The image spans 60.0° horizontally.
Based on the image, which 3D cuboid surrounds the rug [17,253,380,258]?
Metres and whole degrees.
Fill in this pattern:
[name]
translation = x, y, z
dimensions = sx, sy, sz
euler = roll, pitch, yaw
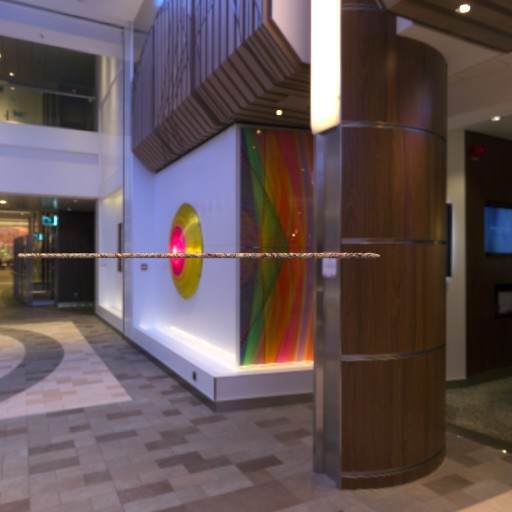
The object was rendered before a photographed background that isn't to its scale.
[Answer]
[rug]
translation = 0.000, 0.000, 2.147
dimensions = 1.143, 0.014, 1.761
euler = 0, 0, 16
